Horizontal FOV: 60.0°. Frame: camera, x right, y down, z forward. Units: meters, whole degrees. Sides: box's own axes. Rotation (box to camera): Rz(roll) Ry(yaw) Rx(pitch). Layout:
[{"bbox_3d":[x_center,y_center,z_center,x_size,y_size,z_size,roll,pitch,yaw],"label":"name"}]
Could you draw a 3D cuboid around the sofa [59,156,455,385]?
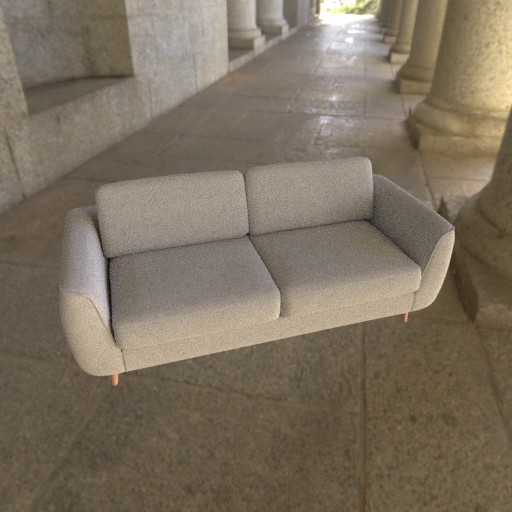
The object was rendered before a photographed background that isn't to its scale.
[{"bbox_3d":[0.000,0.000,2.502,2.000,0.850,0.920,-9,33,-14],"label":"sofa"}]
